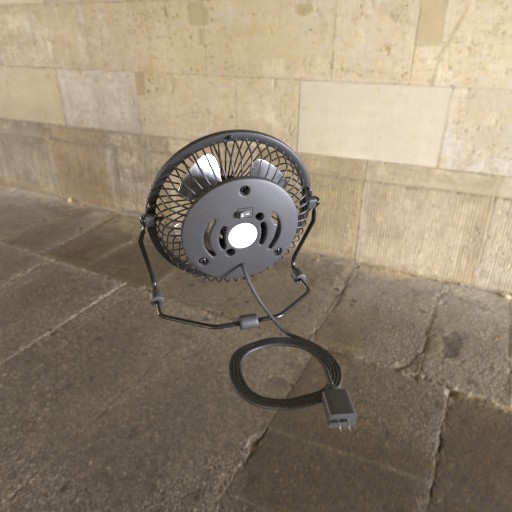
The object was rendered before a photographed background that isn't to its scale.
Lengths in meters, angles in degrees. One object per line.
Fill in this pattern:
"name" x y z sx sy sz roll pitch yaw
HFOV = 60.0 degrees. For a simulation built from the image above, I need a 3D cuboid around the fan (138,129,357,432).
"fan" 0.000 0.000 0.308 0.153 0.152 0.202 -8 28 -15
